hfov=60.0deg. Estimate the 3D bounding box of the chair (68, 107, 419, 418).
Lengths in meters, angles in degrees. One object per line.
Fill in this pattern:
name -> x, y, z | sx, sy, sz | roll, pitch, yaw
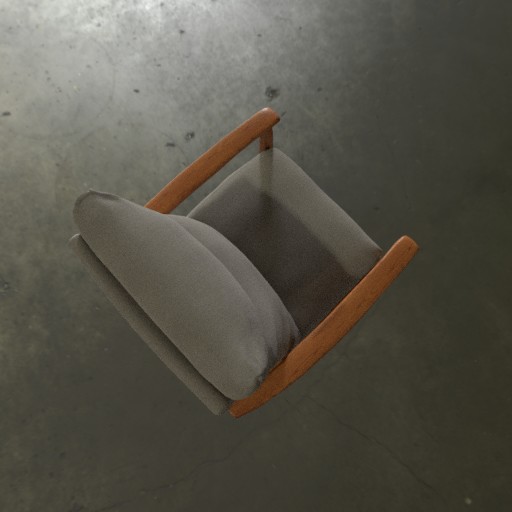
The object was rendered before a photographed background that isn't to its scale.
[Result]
chair -> 0.000, 0.000, 1.507 | 0.816, 0.922, 0.782 | -42, 80, -10
